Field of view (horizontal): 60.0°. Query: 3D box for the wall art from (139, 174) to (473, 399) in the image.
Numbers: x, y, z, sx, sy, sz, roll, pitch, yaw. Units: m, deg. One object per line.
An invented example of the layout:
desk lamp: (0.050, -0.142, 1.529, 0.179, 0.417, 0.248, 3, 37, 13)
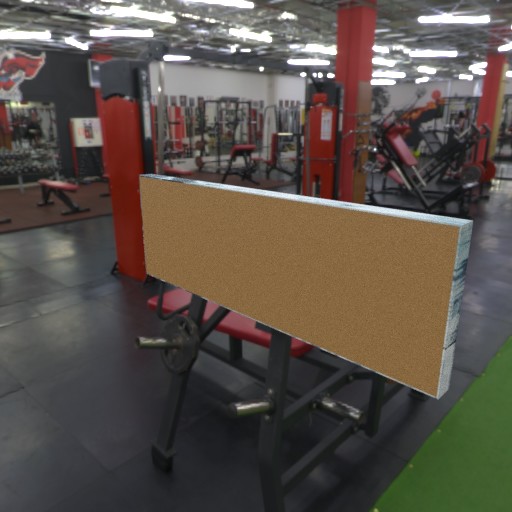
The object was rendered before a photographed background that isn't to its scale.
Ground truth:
wall art: (0.000, 0.000, 0.854, 0.759, 0.251, 0.037, 16, 23, 43)
